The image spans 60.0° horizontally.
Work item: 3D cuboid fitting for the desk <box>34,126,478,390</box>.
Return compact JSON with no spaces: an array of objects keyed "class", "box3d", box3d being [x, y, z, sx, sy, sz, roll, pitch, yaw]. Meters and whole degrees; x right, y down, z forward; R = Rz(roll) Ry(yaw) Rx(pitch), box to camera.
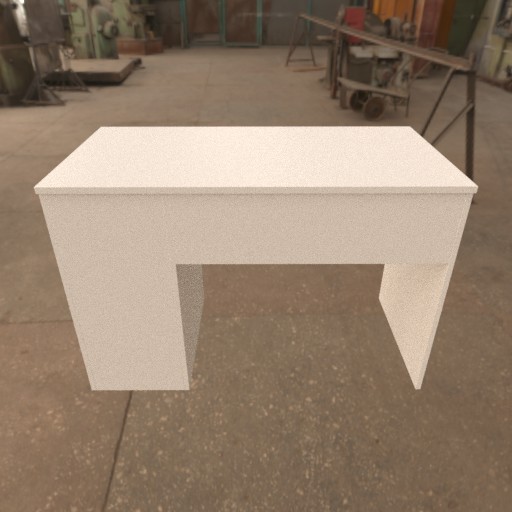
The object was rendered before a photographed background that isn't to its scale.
[{"class":"desk","box3d":[0.000,0.000,1.522,1.097,0.735,0.560,0,31,0]}]
